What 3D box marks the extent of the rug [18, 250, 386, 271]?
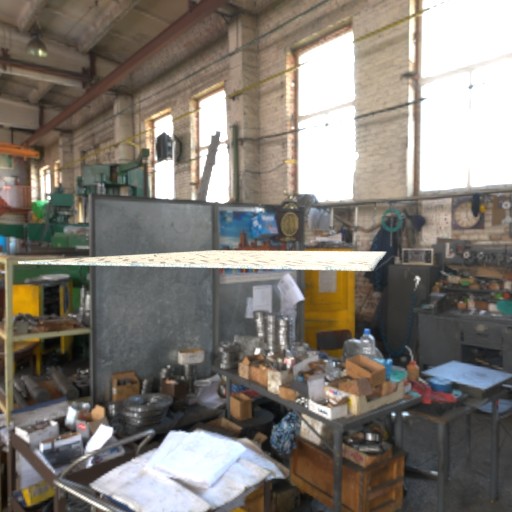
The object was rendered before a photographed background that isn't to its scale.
[{"bbox_3d":[0.000,0.000,2.297,1.260,0.009,1.820,1,2,18],"label":"rug"}]
